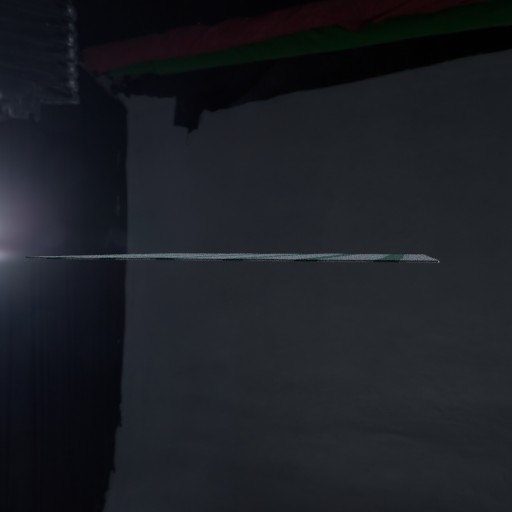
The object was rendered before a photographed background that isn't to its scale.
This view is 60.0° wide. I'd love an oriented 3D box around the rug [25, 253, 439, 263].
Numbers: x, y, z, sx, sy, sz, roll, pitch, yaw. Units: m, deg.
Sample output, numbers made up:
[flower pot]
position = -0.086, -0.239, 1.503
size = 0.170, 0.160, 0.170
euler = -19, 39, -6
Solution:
[rug]
position = 0.000, 0.000, 4.164
size = 3.041, 0.019, 2.434
euler = 0, 1, 19
